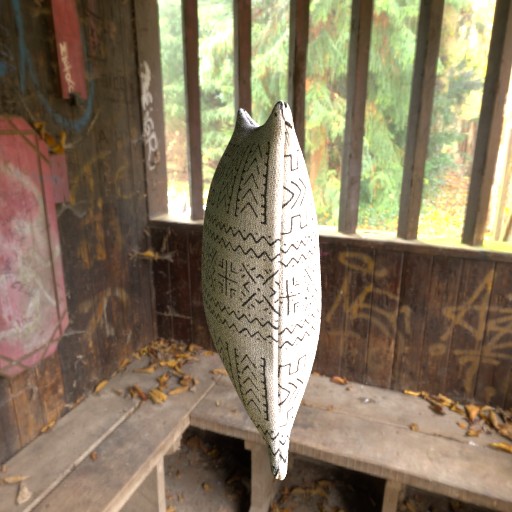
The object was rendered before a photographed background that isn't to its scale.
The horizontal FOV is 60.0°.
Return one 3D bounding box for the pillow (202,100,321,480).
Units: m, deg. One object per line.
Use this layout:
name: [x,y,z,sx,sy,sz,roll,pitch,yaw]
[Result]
pillow: [0.000,0.000,0.662,0.164,0.430,0.438,-2,17,-7]
